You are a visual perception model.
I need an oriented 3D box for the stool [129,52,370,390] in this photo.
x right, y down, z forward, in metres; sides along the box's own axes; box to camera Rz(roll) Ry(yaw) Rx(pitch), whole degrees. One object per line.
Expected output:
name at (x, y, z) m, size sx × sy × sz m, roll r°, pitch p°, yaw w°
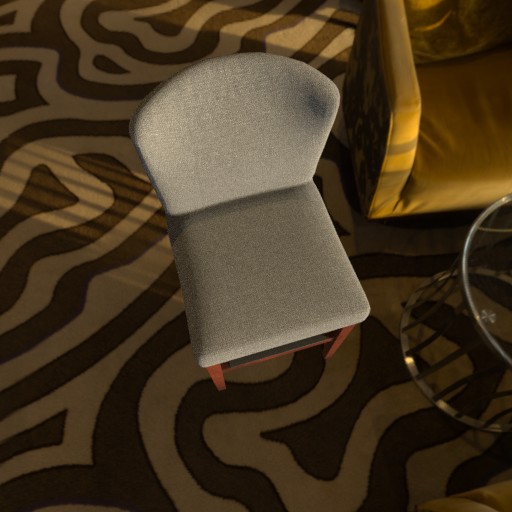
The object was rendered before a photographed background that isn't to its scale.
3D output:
stool at (0.000, 0.000, 1.308) m, size 0.479 × 0.968 × 0.568 m, roll -15°, pitch 65°, yaw -7°
